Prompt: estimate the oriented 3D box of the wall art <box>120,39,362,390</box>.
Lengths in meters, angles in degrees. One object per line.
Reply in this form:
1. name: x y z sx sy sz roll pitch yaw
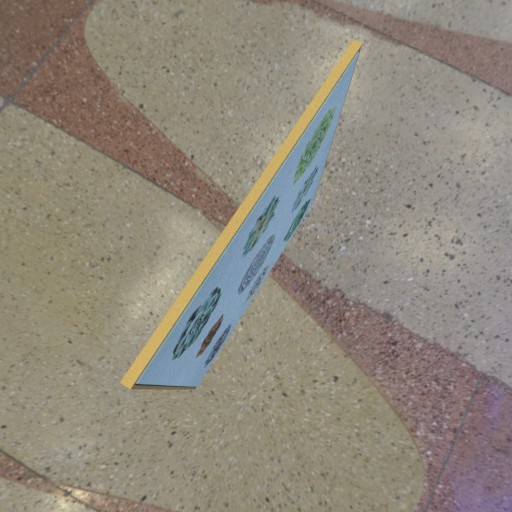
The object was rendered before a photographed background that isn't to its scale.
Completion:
1. wall art: 0.000 0.000 0.682 0.013 0.455 0.457 31 76 9
